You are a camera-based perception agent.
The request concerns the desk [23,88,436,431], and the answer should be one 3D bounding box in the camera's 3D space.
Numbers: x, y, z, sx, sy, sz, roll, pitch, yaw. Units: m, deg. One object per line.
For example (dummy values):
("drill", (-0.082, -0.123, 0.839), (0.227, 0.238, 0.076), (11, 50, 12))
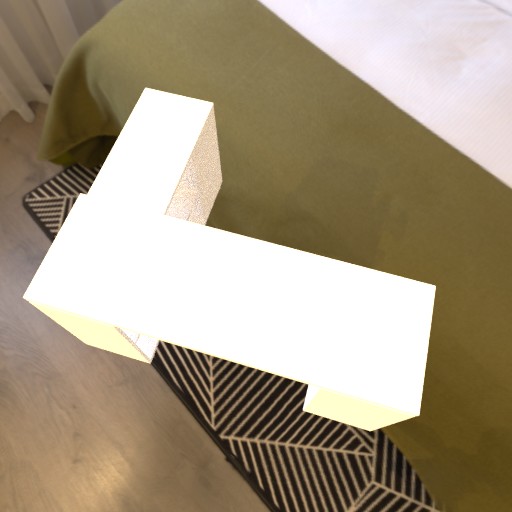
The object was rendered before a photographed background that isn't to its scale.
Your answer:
("desk", (0.000, 0.000, 2.210), (1.524, 0.759, 1.199), (15, 65, 7))
